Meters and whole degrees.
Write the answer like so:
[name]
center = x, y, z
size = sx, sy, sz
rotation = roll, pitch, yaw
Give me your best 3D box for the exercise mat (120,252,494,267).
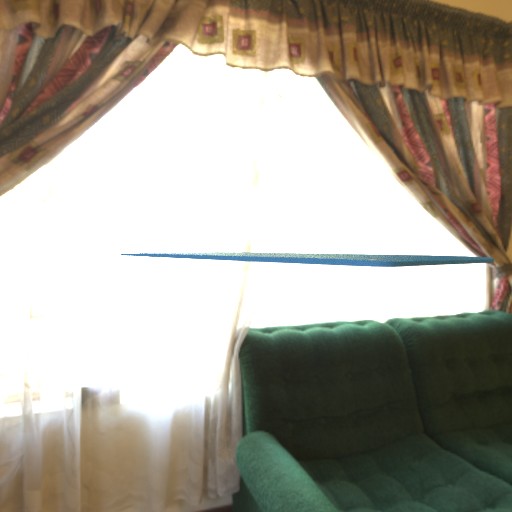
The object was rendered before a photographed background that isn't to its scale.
[exercise mat]
center = 0.000, 0.000, 2.028
size = 0.616, 0.021, 1.869
rotation = -1, 1, -37
